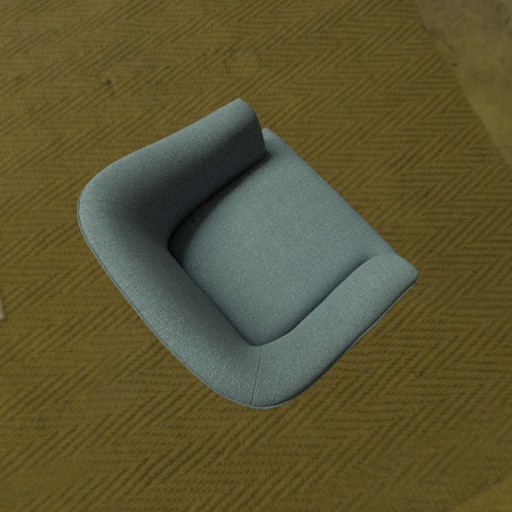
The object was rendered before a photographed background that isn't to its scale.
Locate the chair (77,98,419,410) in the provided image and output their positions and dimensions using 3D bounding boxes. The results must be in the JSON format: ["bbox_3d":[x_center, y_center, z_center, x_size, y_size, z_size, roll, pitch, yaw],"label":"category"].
[{"bbox_3d":[0.000,0.000,1.405,0.704,0.815,0.772,-41,78,-10],"label":"chair"}]
